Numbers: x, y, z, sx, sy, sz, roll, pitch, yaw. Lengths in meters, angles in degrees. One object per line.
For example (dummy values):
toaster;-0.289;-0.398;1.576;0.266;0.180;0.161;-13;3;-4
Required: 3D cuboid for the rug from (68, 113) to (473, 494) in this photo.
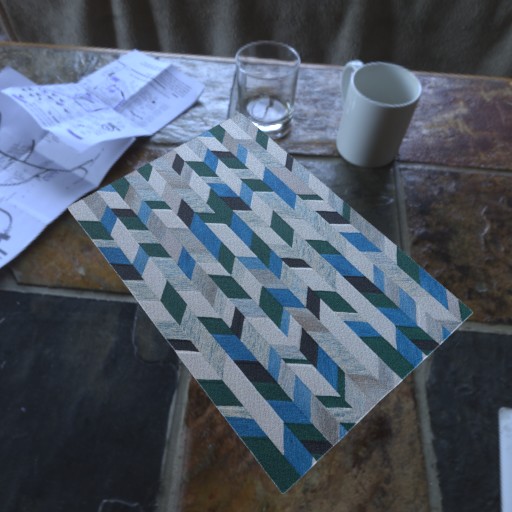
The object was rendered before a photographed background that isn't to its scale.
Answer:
rug;0.000;0.000;2.295;1.229;0.005;1.827;-35;64;-20
